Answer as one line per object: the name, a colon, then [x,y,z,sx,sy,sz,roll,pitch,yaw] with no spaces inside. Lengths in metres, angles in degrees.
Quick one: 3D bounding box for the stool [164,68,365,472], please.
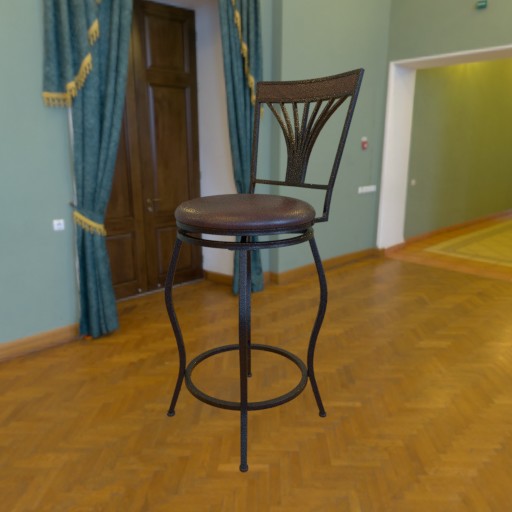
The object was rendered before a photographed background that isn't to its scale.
stool: [0.000,0.000,1.416,0.514,1.117,0.433,-14,20,-43]
